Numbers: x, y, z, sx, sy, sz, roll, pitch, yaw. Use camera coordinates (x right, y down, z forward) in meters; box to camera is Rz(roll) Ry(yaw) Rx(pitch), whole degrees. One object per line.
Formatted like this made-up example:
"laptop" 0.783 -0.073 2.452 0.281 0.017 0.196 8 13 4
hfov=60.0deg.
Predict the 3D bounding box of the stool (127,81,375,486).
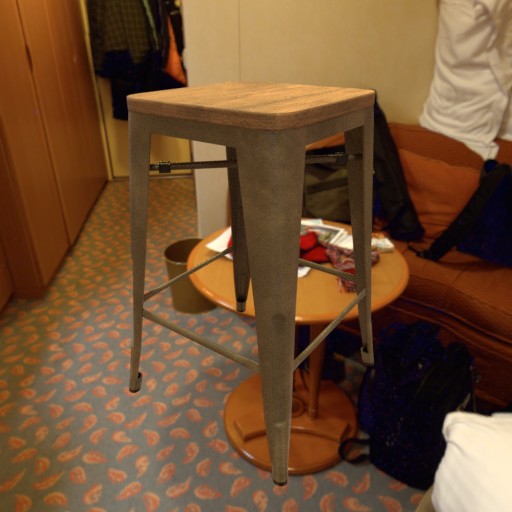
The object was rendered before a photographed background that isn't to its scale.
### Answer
"stool" 0.000 0.000 0.875 0.407 0.607 0.407 18 32 32
